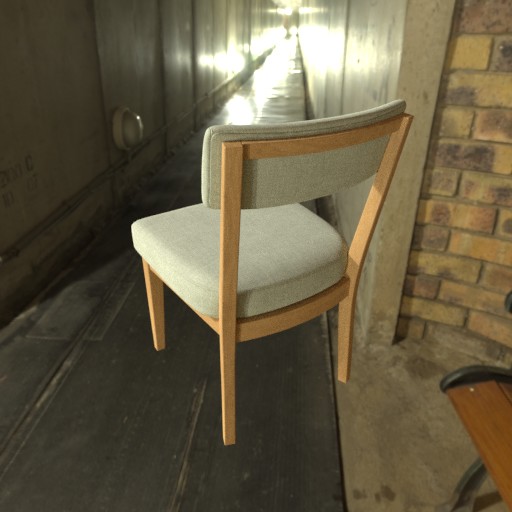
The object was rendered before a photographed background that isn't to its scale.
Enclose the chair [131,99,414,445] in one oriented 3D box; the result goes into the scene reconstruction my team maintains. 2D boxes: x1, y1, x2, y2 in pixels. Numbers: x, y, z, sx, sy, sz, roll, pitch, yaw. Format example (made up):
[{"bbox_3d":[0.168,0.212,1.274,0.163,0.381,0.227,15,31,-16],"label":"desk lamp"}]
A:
[{"bbox_3d":[0.000,0.000,1.201,0.508,0.832,0.572,-18,34,-28],"label":"chair"}]
